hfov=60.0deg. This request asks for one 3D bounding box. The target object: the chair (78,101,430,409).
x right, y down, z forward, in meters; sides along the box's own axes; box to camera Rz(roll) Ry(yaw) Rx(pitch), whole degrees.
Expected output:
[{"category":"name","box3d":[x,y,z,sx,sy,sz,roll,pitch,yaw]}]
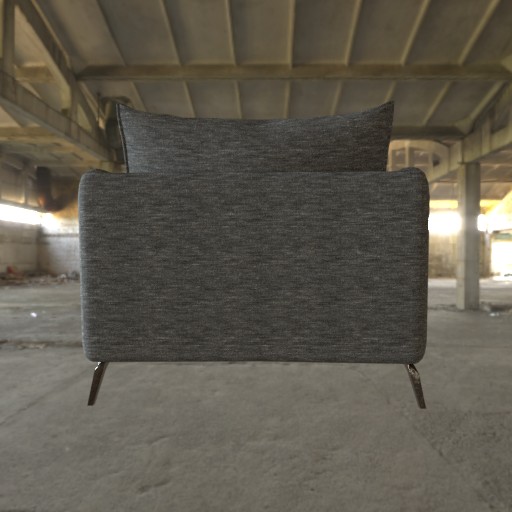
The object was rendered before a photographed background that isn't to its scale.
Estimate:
[{"category":"chair","box3d":[0.000,0.000,1.575,1.004,0.842,0.805,0,0,2]}]
